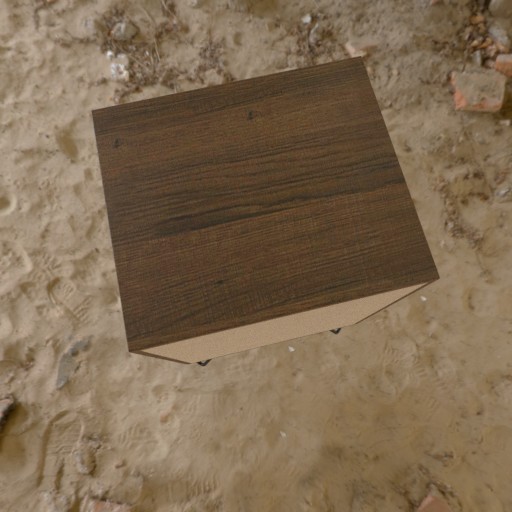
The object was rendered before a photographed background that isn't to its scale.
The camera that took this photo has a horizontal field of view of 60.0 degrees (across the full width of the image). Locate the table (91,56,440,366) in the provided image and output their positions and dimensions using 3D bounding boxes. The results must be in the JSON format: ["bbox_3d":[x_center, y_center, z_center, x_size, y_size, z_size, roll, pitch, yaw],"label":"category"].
[{"bbox_3d":[0.000,0.000,1.191,0.526,0.866,0.457,-13,75,-4],"label":"table"}]
